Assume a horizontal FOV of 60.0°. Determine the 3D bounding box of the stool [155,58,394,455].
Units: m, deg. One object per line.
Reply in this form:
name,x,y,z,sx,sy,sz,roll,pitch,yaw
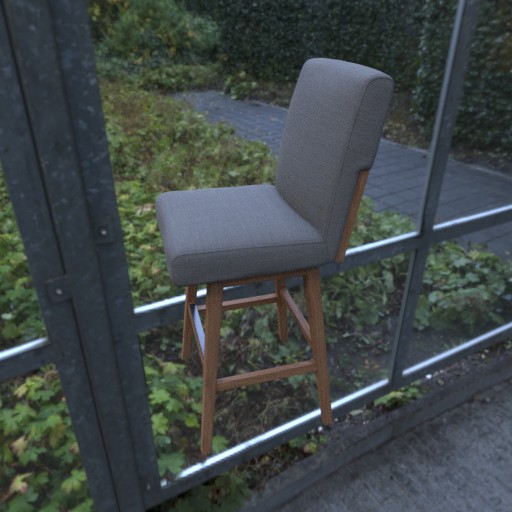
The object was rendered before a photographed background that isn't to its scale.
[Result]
stool,0.000,0.000,1.393,0.570,1.112,0.483,-8,30,-14
